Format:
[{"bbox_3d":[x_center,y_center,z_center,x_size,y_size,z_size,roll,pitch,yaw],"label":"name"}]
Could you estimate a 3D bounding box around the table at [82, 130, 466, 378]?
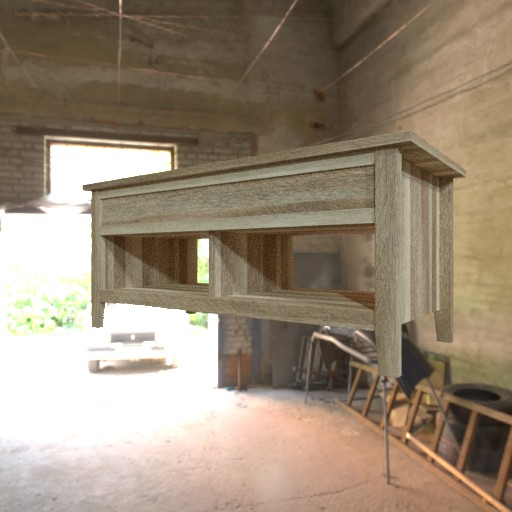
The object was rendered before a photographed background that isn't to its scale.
[{"bbox_3d":[0.000,0.000,1.365,1.095,0.480,0.493,0,0,37],"label":"table"}]
